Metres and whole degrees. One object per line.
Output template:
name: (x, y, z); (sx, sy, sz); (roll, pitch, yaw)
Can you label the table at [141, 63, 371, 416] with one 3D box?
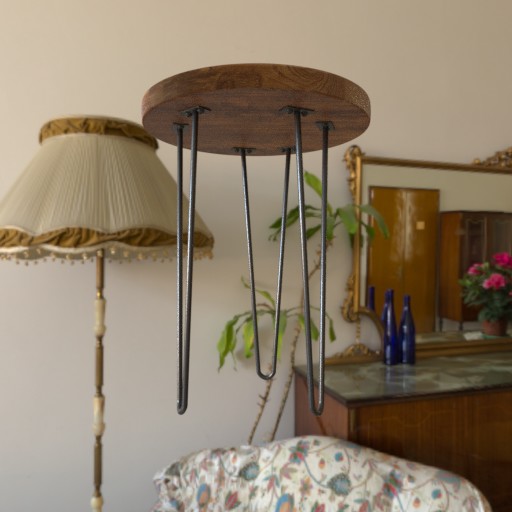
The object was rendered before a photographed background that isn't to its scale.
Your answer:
table: (0.000, 0.000, 0.796); (0.400, 0.520, 0.400); (0, 0, 0)
